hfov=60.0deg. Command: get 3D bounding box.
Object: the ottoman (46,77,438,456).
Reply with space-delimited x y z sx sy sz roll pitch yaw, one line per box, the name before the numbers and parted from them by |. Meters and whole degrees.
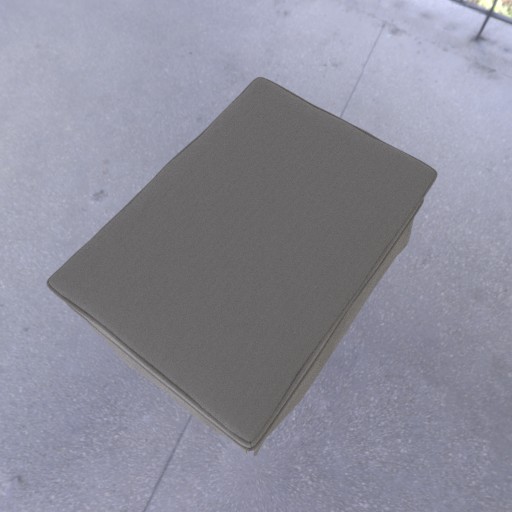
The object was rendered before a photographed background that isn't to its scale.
ottoman | 0.000 0.000 1.348 0.703 0.479 0.944 34 69 15
